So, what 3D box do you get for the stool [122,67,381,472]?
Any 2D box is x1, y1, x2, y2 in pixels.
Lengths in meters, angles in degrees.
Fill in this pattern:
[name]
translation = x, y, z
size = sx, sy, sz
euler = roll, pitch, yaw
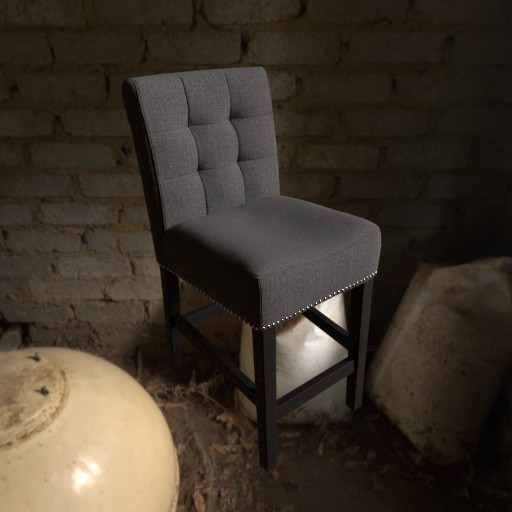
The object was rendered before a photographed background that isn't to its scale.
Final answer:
[stool]
translation = 0.000, 0.000, 1.199
size = 0.427, 0.885, 0.571
euler = -20, 35, -32
